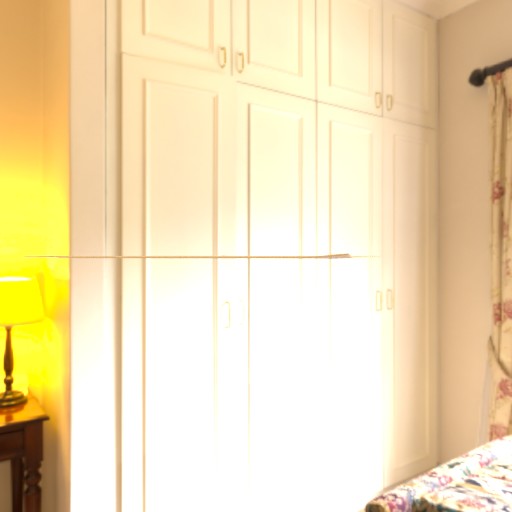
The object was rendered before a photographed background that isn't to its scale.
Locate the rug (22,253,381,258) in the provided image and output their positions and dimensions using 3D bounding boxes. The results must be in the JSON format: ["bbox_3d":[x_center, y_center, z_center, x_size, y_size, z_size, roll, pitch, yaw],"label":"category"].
[{"bbox_3d":[0.000,0.000,2.987,1.518,0.023,2.434,0,0,18],"label":"rug"}]
